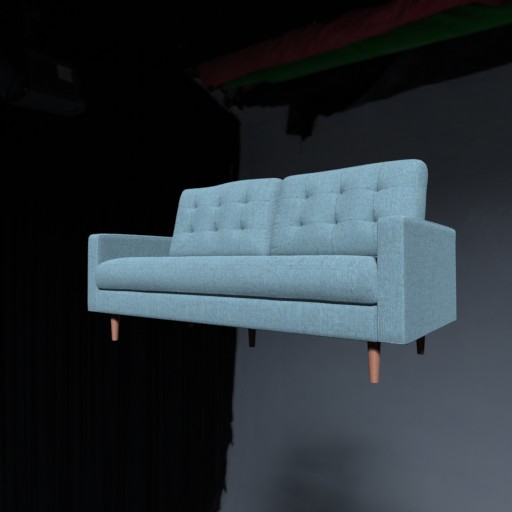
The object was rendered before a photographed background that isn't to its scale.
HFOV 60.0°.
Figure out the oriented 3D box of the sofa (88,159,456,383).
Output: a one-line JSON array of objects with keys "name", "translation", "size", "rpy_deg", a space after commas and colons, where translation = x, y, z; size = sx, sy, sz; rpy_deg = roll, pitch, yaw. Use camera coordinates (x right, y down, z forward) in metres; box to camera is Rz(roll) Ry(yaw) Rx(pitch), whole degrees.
[{"name": "sofa", "translation": [0.000, 0.000, 2.603], "size": [2.010, 1.050, 0.966], "rpy_deg": [-1, -1, 36]}]
